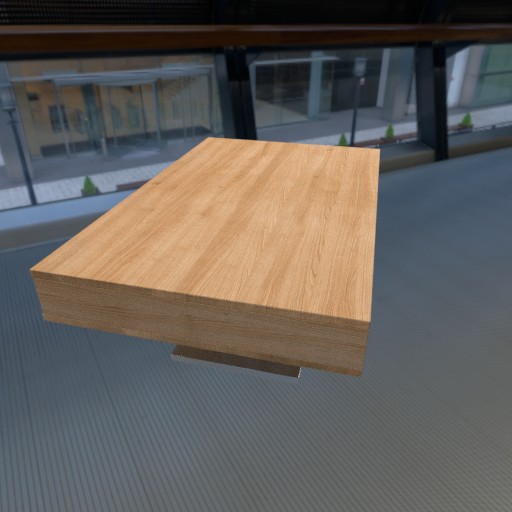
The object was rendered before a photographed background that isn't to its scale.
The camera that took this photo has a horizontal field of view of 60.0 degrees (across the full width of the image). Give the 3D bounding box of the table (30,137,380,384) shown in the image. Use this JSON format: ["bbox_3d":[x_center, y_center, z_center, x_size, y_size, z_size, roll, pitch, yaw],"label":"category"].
[{"bbox_3d":[0.000,0.000,1.425,0.700,0.440,1.100,7,30,13],"label":"table"}]
